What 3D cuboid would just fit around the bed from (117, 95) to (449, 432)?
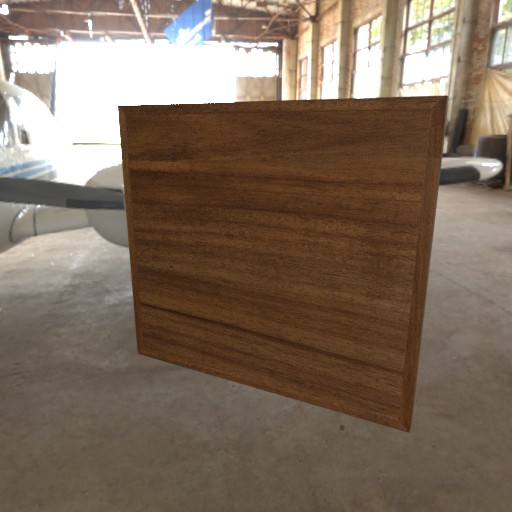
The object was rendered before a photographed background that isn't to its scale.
[{"bbox_3d":[0.000,0.000,1.426,1.041,0.940,0.043,8,18,26],"label":"bed"}]
